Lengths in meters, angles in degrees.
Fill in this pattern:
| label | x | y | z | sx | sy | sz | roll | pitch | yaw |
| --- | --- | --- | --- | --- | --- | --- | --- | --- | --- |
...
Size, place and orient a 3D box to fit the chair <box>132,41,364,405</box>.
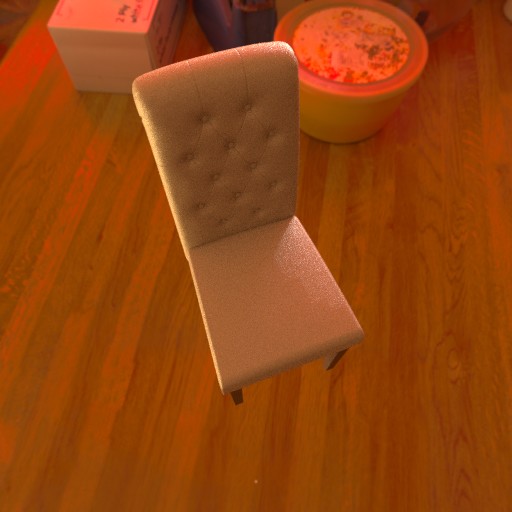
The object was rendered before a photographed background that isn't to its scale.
| label | x | y | z | sx | sy | sz | roll | pitch | yaw |
| --- | --- | --- | --- | --- | --- | --- | --- | --- | --- |
| chair | 0.000 | 0.000 | 1.374 | 0.456 | 1.006 | 0.671 | -18 | 64 | -9 |
